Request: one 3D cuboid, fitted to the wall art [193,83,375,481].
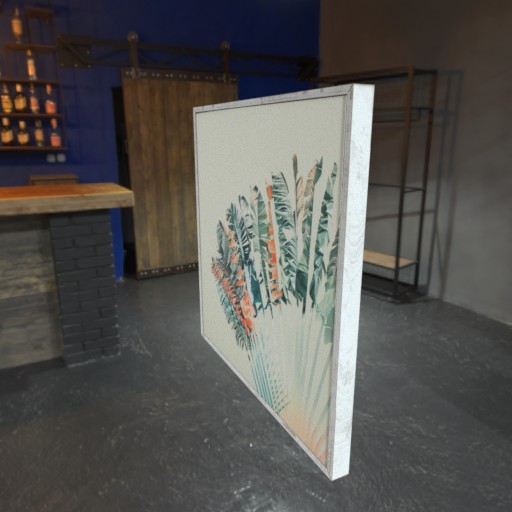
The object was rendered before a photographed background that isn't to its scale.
[{"bbox_3d":[0.000,0.000,0.759,0.029,0.506,0.508,-8,17,-26],"label":"wall art"}]
